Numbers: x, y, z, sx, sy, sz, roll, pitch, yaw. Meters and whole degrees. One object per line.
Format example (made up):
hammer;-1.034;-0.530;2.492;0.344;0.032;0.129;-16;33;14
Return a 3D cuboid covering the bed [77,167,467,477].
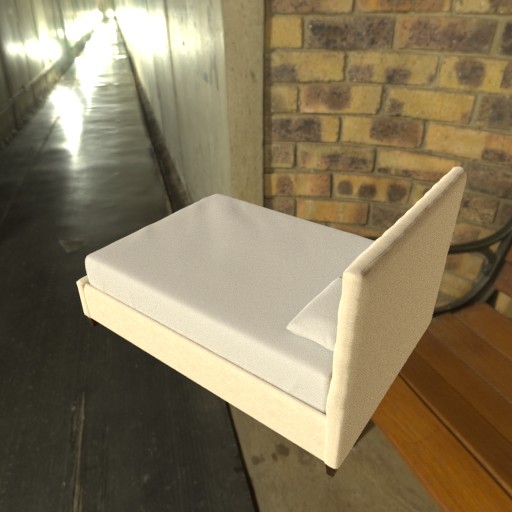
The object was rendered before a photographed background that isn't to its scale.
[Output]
bed;0.000;0.000;3.398;2.387;1.427;1.698;21;37;31
